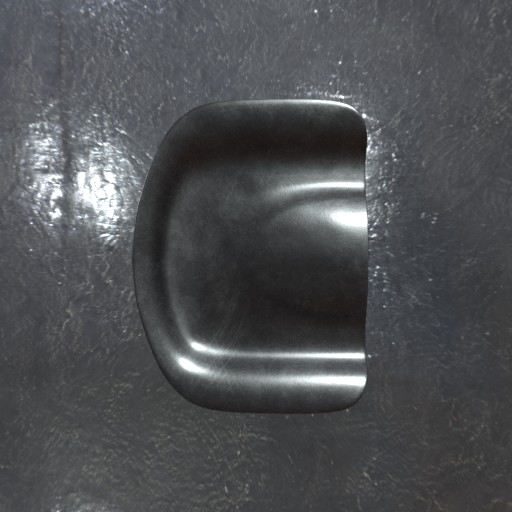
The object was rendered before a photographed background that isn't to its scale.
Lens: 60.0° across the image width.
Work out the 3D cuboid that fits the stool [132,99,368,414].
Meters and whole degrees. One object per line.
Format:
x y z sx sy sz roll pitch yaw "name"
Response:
0.000 0.000 0.868 0.361 0.615 0.440 0 90 1 "stool"
